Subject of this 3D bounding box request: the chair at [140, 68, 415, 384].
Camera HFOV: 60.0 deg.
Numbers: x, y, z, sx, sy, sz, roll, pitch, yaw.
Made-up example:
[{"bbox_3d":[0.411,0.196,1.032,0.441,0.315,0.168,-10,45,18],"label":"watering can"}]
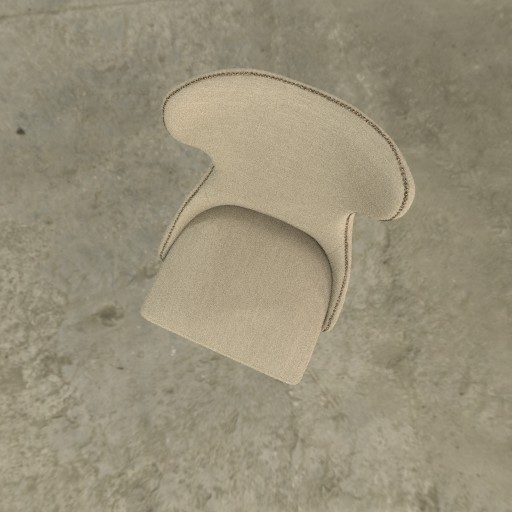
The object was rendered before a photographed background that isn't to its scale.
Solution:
[{"bbox_3d":[0.000,0.000,1.390,0.628,0.967,0.635,23,77,5],"label":"chair"}]
